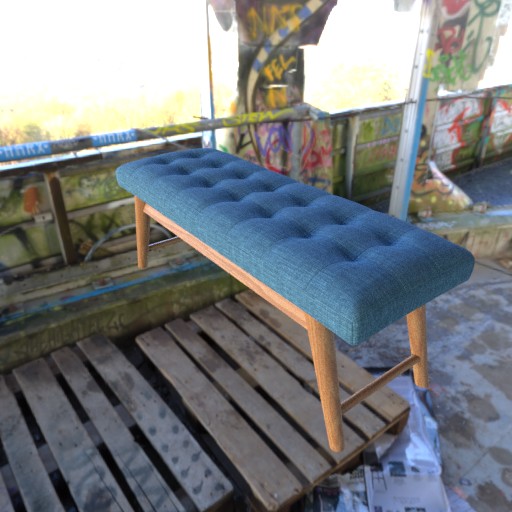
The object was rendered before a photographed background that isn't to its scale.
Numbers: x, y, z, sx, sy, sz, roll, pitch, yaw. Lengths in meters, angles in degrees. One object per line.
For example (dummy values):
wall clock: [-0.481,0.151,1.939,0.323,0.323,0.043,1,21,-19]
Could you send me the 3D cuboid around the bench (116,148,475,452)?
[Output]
bench: [0.000,0.000,1.359,0.406,0.432,1.118,-20,34,-32]
